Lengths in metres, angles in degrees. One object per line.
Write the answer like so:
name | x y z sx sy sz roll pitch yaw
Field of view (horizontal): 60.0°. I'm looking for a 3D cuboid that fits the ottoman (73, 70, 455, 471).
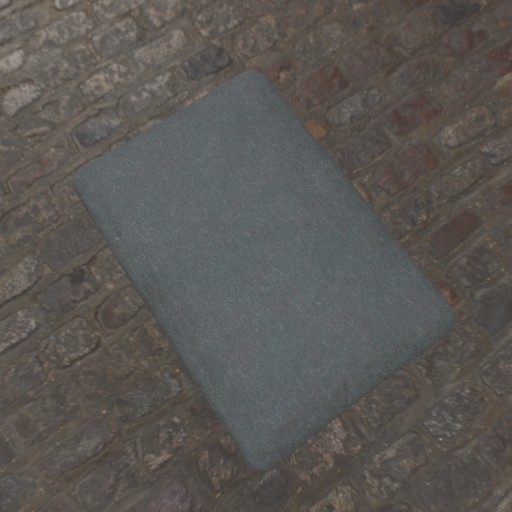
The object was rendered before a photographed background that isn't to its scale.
ottoman | 0.000 0.000 1.615 0.840 0.429 1.199 -34 78 -8
